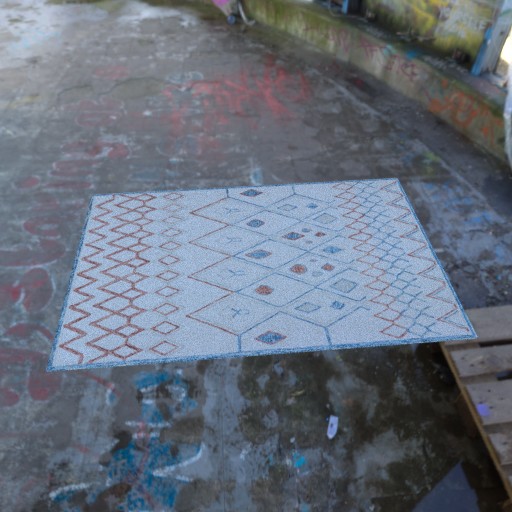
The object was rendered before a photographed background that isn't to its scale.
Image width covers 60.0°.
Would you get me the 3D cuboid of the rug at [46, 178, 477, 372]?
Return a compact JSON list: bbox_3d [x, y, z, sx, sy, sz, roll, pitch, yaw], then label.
[{"bbox_3d":[0.000,0.000,3.008,2.438,0.015,1.524,-4,47,-3],"label":"rug"}]
